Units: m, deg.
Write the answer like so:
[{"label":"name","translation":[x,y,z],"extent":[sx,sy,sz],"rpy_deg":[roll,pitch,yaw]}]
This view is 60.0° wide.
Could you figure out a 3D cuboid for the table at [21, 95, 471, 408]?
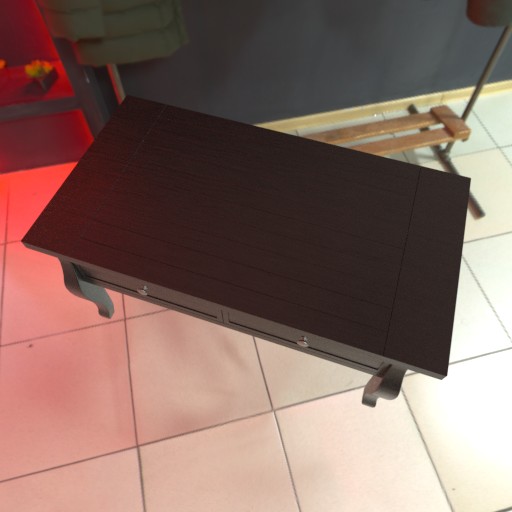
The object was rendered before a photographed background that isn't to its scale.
[{"label":"table","translation":[0.000,0.000,1.388],"extent":[1.062,0.494,0.600],"rpy_deg":[16,61,10]}]
